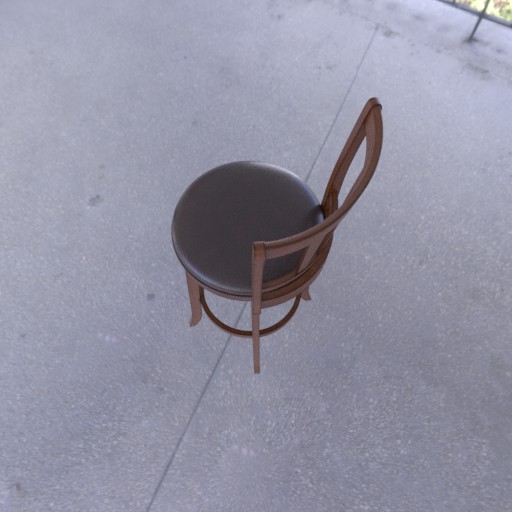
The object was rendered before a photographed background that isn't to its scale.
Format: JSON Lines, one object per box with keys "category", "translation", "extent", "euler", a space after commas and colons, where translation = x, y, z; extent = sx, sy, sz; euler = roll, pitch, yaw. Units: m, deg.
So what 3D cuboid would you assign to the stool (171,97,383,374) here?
{"category": "stool", "translation": [0.000, 0.000, 1.437], "extent": [0.503, 1.177, 0.464], "euler": [33, 68, 15]}
